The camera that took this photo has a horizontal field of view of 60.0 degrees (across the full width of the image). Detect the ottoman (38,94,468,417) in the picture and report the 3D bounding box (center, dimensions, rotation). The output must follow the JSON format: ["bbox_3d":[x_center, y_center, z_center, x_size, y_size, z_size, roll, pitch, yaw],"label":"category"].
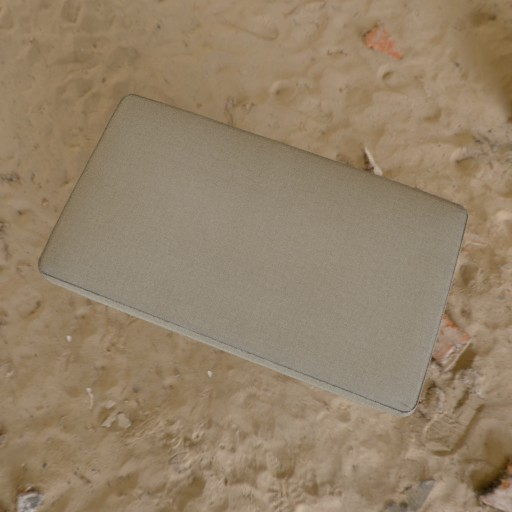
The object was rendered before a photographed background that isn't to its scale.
[{"bbox_3d":[0.000,0.000,1.404,1.097,0.461,0.617,20,77,5],"label":"ottoman"}]
